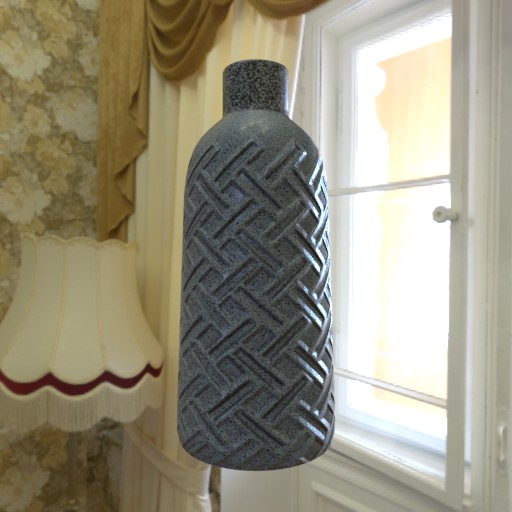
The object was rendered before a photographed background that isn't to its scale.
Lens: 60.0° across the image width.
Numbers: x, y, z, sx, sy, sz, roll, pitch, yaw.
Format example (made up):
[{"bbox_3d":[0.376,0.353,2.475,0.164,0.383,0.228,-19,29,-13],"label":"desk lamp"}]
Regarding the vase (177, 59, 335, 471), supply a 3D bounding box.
[{"bbox_3d":[0.000,0.000,0.344,0.122,0.282,0.122,0,1,0],"label":"vase"}]
